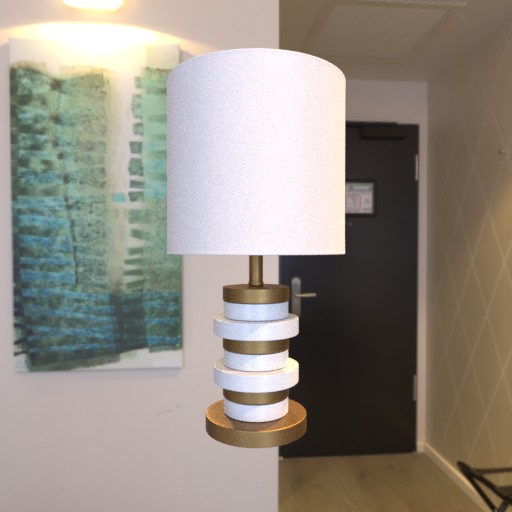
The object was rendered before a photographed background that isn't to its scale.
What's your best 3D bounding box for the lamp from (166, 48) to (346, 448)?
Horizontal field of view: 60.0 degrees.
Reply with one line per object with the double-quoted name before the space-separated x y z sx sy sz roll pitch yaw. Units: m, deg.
"lamp" 0.000 0.000 0.532 0.210 0.410 0.210 -1 1 -36
